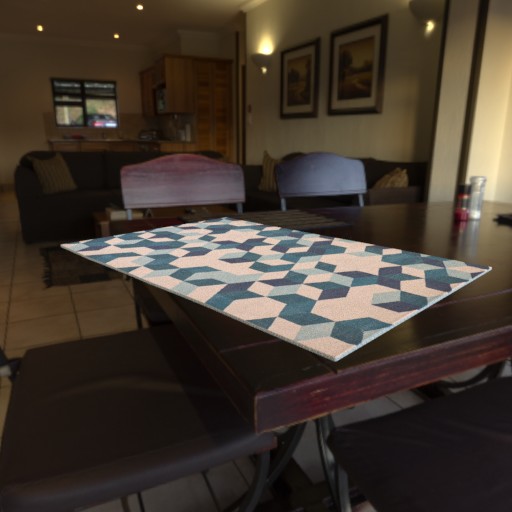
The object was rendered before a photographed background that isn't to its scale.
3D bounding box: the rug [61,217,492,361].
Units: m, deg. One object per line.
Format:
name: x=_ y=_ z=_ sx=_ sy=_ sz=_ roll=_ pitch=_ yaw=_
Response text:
rug: x=0.000 y=0.000 z=2.234 sx=1.235 sy=0.014 sz=1.829 roll=-15 pitch=21 yaw=-43
